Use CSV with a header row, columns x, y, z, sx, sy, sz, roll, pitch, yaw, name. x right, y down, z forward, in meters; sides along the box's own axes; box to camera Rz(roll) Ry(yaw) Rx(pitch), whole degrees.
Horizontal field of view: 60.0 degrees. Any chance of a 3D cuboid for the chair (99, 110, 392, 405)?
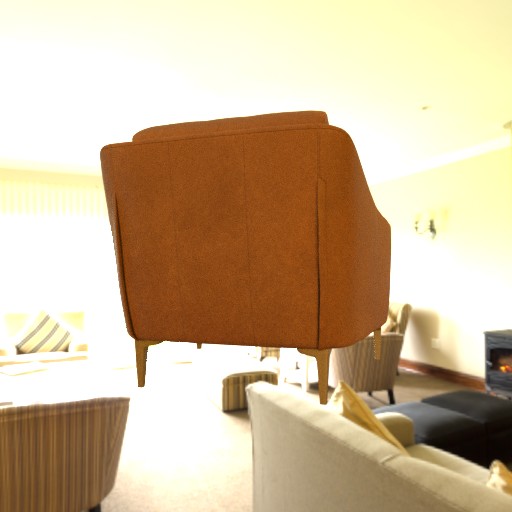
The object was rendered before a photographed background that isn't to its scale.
x,y,z,sx,sy,sz,roll,pitch,yaw,name
0.000,0.000,1.704,0.988,0.895,0.963,-1,-2,18,chair
